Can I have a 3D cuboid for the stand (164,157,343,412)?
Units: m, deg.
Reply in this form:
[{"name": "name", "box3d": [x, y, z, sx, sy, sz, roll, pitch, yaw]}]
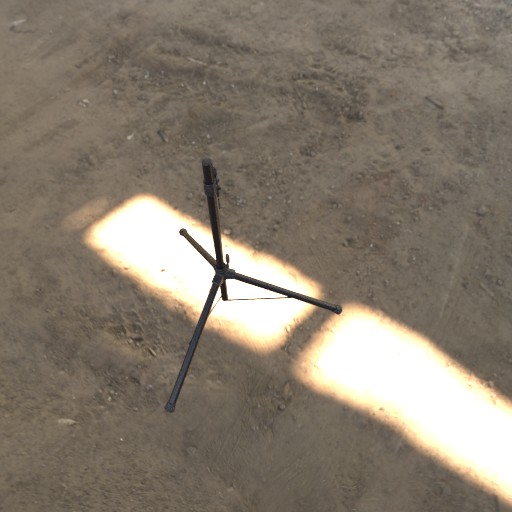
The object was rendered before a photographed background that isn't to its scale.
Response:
[{"name": "stand", "box3d": [0.000, 0.000, 1.872, 0.907, 1.136, 1.045, 0, 58, 0]}]
